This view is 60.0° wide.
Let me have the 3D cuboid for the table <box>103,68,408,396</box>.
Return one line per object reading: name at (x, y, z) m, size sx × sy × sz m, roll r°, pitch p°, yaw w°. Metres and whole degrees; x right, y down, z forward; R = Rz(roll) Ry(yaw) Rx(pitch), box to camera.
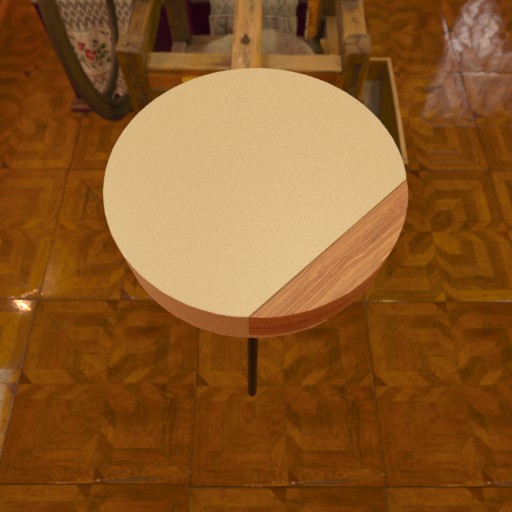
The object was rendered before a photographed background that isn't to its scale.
table at (0.000, 0.000, 0.870) m, size 0.450 × 0.525 × 0.450 m, roll 0°, pitch 63°, yaw 0°
